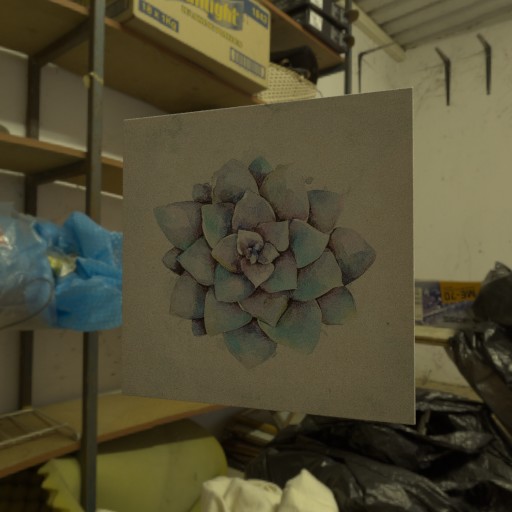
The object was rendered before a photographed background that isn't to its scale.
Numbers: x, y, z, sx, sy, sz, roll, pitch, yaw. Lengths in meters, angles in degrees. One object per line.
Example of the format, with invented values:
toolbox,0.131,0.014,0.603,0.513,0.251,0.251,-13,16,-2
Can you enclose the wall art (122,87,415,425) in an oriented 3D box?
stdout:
wall art,0.000,0.000,0.912,0.612,0.612,0.040,0,-1,18
